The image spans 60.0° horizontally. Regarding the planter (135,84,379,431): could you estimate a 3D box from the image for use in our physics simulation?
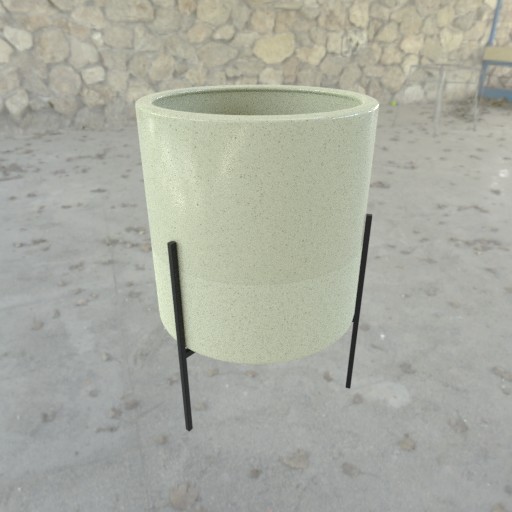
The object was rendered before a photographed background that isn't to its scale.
[{"bbox_3d":[0.000,0.000,0.697,0.314,0.475,0.323,-9,28,-17],"label":"planter"}]
